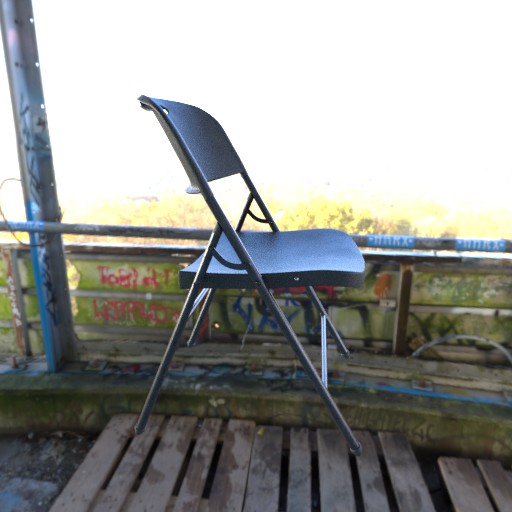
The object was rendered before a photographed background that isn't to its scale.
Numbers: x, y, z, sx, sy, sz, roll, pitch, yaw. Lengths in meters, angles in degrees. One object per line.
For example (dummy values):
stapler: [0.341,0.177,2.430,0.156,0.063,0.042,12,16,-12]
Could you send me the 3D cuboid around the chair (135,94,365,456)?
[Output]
chair: [0.000,0.000,1.188,0.567,0.810,0.494,2,16,8]
